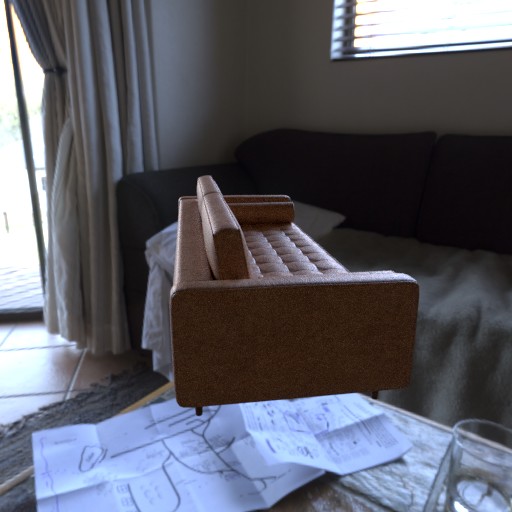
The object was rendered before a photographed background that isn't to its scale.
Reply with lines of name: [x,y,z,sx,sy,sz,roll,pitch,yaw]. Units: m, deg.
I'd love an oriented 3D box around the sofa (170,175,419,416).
sofa: [0.000,0.000,2.612,0.919,0.770,2.200,-2,16,-8]
